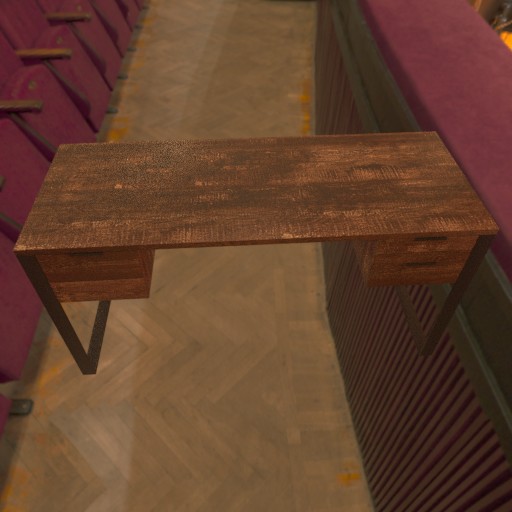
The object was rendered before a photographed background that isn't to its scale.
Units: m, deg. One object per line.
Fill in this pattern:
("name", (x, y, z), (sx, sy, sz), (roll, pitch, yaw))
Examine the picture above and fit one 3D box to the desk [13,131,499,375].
("desk", (0.000, 0.000, 1.864), (1.524, 0.762, 0.599), (-3, 46, -3))
